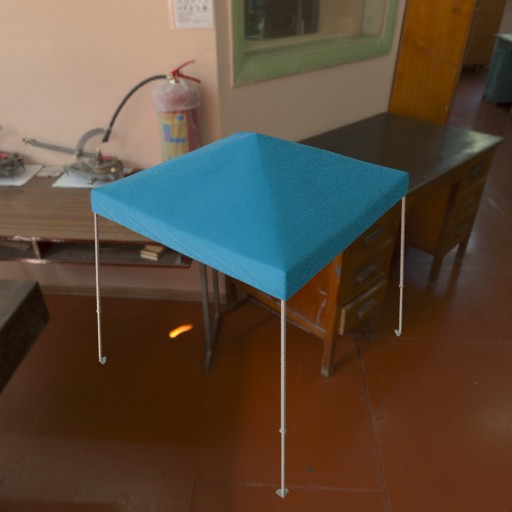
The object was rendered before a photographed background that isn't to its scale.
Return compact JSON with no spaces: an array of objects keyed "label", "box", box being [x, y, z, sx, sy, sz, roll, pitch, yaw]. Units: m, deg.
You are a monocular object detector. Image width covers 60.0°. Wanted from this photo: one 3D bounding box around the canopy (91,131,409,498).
[{"label":"canopy","box":[0.000,0.000,5.072,2.848,2.849,2.849,23,40,31]}]
